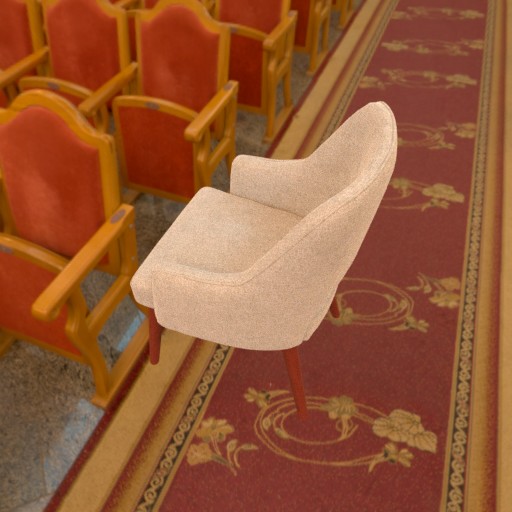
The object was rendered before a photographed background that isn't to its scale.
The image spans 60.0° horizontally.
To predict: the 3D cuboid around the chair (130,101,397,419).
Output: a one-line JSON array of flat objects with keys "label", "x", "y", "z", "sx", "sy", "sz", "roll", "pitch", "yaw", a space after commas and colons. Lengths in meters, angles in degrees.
[{"label": "chair", "x": 0.000, "y": 0.000, "z": 1.253, "sx": 0.605, "sy": 0.849, "sz": 0.548, "roll": 16, "pitch": 49, "yaw": 15}]
